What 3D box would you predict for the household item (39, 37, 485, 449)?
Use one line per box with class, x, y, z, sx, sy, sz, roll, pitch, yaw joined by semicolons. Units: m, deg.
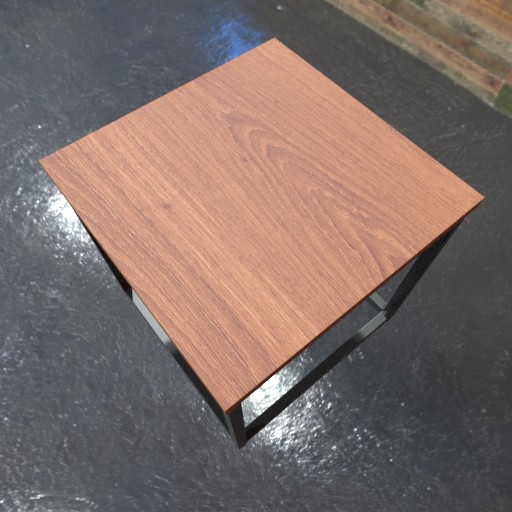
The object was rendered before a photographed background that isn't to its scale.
household item;0.000;0.000;0.733;0.400;0.400;0.400;-35;67;-18
